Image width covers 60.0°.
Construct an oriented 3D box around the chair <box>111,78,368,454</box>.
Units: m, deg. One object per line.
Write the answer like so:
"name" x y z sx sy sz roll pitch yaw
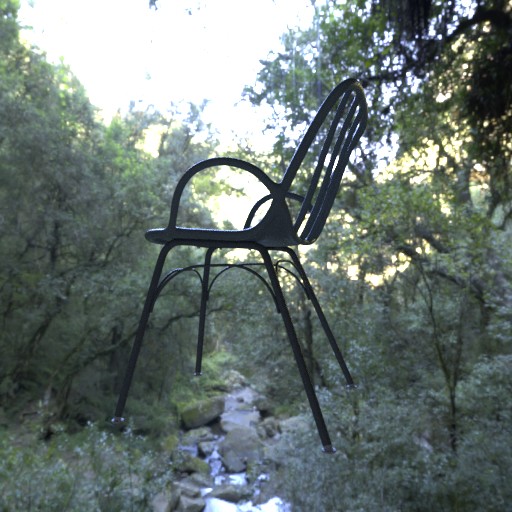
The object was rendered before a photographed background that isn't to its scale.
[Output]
"chair" 0.000 0.000 1.225 0.597 0.816 0.549 0 -1 18
